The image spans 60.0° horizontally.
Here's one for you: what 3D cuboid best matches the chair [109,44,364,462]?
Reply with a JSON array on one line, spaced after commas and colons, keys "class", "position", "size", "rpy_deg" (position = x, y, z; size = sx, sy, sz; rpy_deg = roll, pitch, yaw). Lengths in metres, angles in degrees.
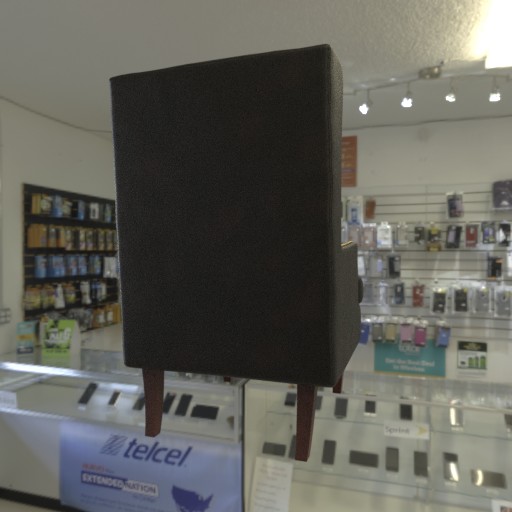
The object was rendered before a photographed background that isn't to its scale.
[{"class": "chair", "position": [0.000, 0.000, 1.616], "size": [0.703, 1.142, 0.799], "rpy_deg": [0, 1, 19]}]
